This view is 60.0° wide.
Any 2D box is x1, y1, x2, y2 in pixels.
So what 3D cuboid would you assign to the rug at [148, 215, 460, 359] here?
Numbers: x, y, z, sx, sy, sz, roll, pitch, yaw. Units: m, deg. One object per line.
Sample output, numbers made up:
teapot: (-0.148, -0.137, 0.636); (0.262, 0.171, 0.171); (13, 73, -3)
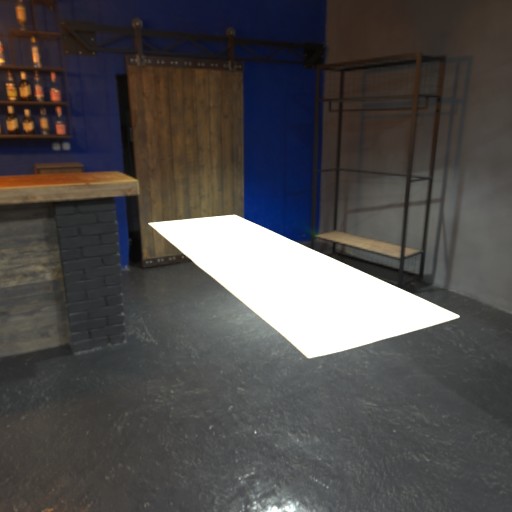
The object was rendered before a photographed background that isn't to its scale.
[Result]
rug: (0.000, 0.000, 2.798); (0.793, 0.014, 2.450); (-8, 19, -25)
